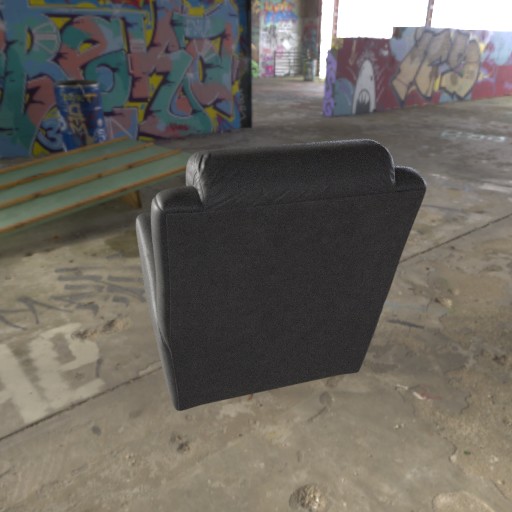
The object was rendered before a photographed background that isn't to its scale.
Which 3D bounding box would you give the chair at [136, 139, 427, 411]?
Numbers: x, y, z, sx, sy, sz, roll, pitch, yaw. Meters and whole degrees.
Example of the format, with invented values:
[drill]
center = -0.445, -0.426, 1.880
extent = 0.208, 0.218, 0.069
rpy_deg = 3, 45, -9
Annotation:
[chair]
center = 0.000, 0.000, 1.936
extent = 0.967, 1.116, 1.068
rpy_deg = -7, 26, -15
